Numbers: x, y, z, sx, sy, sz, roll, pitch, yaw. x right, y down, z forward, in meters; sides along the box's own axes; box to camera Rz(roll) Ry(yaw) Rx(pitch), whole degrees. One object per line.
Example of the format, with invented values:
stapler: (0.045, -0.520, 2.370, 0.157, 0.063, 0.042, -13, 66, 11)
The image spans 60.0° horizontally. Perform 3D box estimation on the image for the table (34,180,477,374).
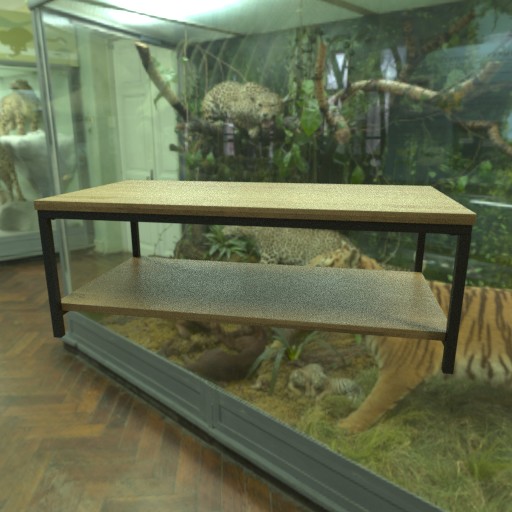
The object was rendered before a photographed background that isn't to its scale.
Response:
table: (0.000, 0.000, 1.393, 1.100, 0.399, 0.551, 3, 16, 10)
